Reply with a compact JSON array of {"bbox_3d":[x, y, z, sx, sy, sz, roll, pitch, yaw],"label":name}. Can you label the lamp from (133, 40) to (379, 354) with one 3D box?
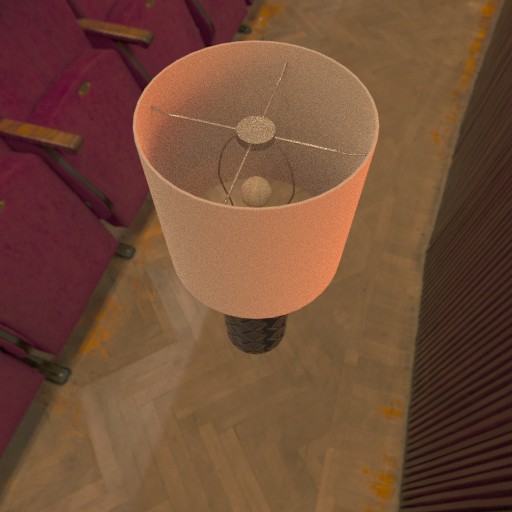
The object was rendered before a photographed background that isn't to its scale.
[{"bbox_3d":[0.000,0.000,0.571,0.207,0.461,0.207,15,59,9],"label":"lamp"}]
